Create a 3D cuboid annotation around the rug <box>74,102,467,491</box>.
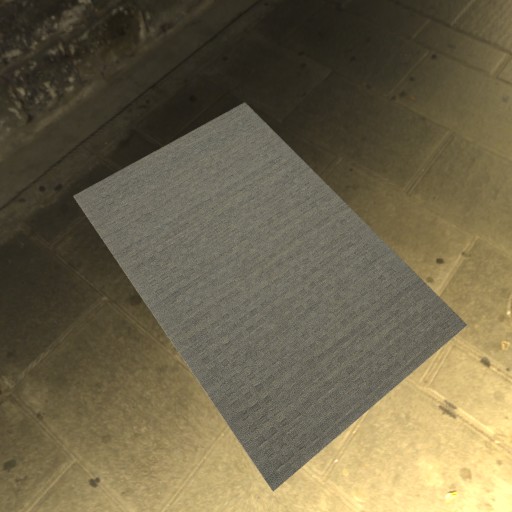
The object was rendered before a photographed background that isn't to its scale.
[{"bbox_3d":[0.000,0.000,2.220,1.142,0.006,1.752,-34,68,-16],"label":"rug"}]
